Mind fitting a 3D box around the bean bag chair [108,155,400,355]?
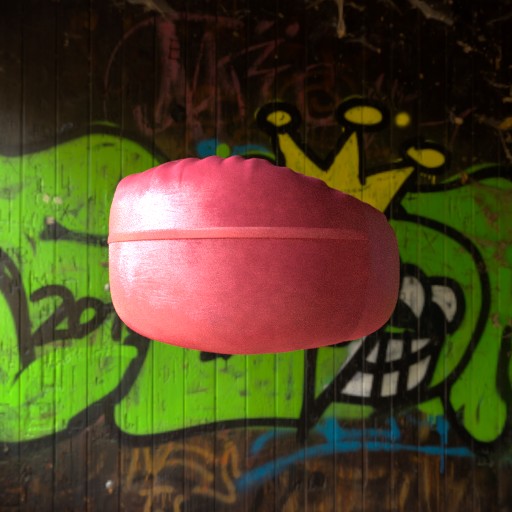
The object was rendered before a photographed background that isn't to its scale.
[{"bbox_3d":[0.000,0.000,2.448,1.524,0.878,1.524,0,0,-36],"label":"bean bag chair"}]
